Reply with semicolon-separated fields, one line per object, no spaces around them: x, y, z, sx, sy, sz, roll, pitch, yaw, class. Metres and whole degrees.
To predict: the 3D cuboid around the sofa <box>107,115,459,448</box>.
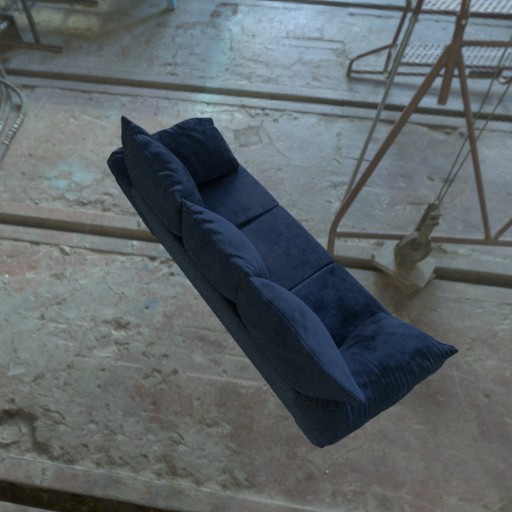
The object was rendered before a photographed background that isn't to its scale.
0.000;0.000;2.833;0.907;1.091;2.390;-32;63;-19;sofa
